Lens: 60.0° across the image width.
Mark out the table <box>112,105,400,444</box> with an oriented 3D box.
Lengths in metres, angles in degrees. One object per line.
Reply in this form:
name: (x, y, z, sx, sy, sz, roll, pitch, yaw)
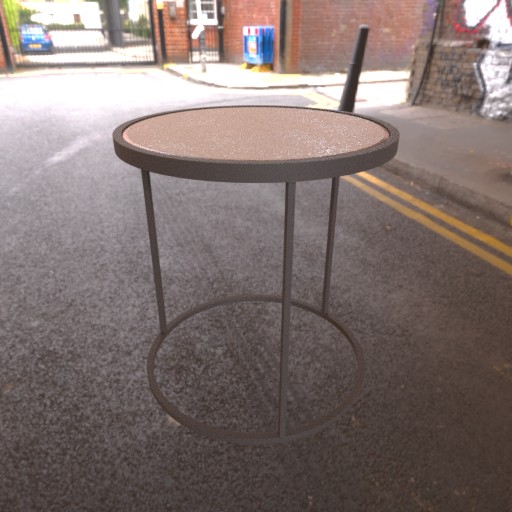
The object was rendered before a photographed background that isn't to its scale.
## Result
table: (0.000, 0.000, 0.868, 0.470, 0.498, 0.470, 0, 27, 0)
